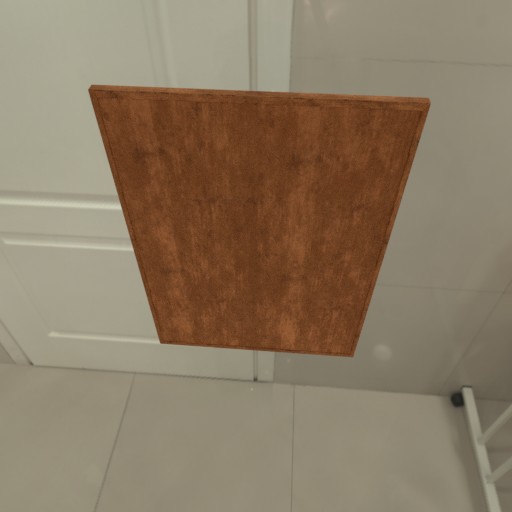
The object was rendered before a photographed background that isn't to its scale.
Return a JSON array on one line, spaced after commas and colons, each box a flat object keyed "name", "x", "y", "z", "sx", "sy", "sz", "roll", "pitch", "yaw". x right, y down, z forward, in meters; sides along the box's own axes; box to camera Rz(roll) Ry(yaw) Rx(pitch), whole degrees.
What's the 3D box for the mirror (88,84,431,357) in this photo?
[{"name": "mirror", "x": 0.000, "y": 0.000, "z": 1.429, "sx": 0.796, "sy": 1.099, "sz": 0.028, "roll": 3, "pitch": 47, "yaw": 3}]
